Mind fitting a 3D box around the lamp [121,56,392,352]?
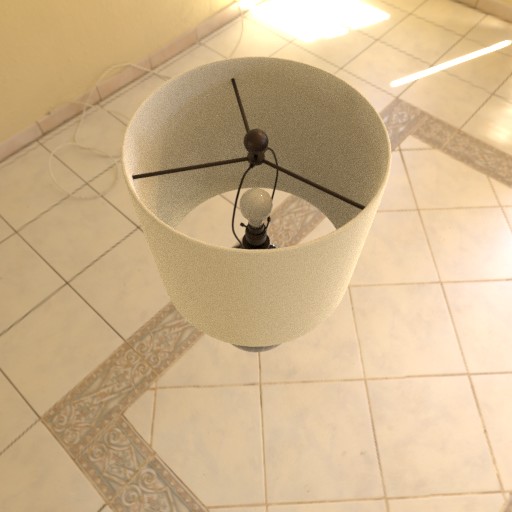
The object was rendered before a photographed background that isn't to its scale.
[{"bbox_3d":[0.000,0.000,0.773,0.329,0.570,0.329,29,63,16],"label":"lamp"}]
